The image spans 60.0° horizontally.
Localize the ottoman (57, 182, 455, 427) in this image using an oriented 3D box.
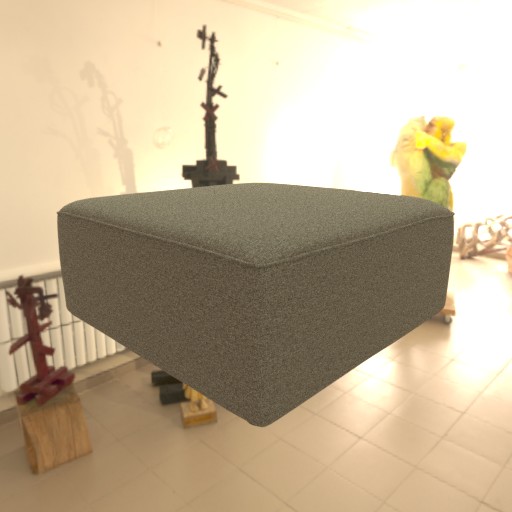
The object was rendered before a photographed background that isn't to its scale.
[{"bbox_3d":[0.000,0.000,1.588,1.015,0.464,1.005,14,20,42],"label":"ottoman"}]
